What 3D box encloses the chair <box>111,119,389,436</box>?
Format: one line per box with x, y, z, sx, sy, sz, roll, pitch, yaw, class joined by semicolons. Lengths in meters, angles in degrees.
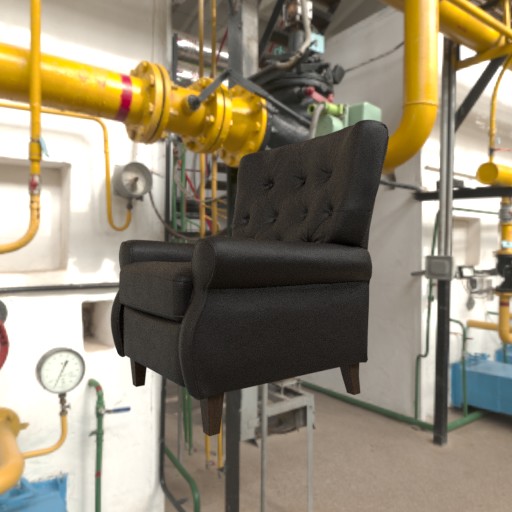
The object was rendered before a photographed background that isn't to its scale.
0.000;0.000;1.957;1.058;1.158;0.948;-1;1;-36;chair
